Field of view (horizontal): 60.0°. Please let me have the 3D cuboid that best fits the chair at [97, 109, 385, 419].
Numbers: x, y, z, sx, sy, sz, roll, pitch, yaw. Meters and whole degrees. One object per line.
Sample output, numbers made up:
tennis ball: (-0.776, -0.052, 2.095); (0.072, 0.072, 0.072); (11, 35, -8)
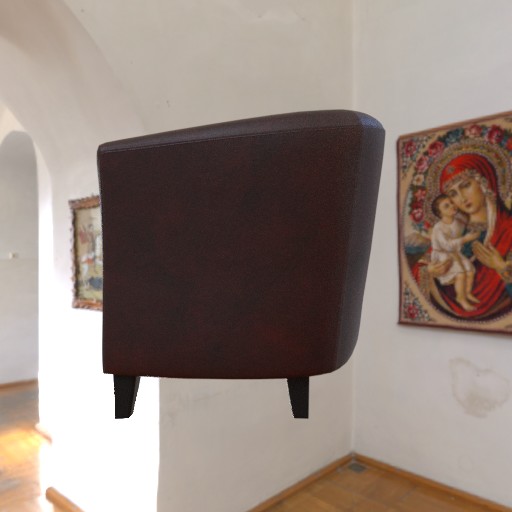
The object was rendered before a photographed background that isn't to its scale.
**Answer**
chair: (0.000, 0.000, 1.359); (0.727, 0.756, 0.792); (0, 1, 0)
